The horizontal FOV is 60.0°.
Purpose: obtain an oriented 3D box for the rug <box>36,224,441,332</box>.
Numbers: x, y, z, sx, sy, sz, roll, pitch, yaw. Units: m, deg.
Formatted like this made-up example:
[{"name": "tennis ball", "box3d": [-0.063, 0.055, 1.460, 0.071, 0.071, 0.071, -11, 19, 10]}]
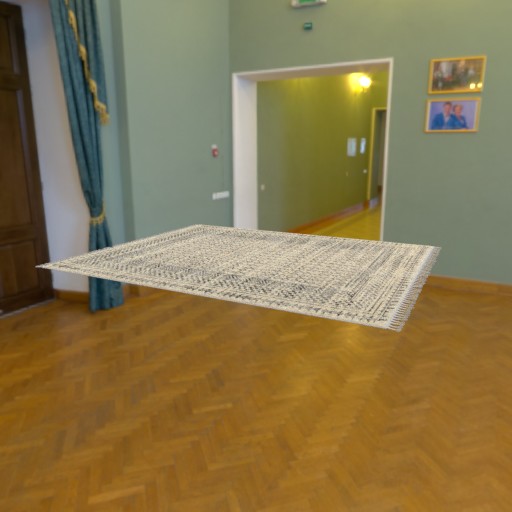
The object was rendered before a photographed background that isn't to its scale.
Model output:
[{"name": "rug", "box3d": [0.000, 0.000, 4.003, 2.940, 0.013, 2.312, 7, 15, 26]}]
